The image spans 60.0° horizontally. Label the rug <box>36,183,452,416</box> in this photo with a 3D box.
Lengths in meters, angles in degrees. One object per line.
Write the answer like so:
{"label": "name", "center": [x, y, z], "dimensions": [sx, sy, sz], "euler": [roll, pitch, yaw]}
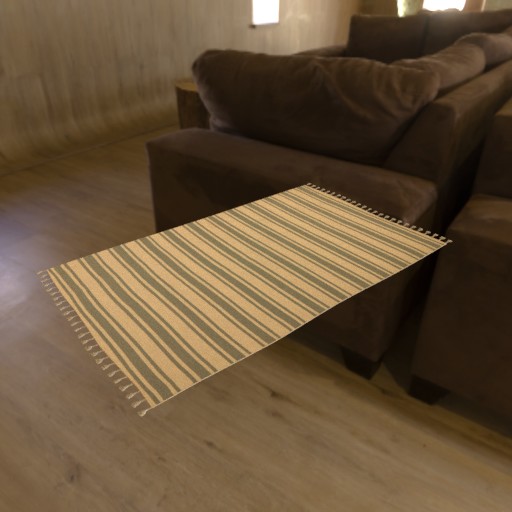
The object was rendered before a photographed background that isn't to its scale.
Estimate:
{"label": "rug", "center": [0.000, 0.000, 2.527], "dimensions": [2.084, 0.009, 1.222], "euler": [-22, 37, -33]}
